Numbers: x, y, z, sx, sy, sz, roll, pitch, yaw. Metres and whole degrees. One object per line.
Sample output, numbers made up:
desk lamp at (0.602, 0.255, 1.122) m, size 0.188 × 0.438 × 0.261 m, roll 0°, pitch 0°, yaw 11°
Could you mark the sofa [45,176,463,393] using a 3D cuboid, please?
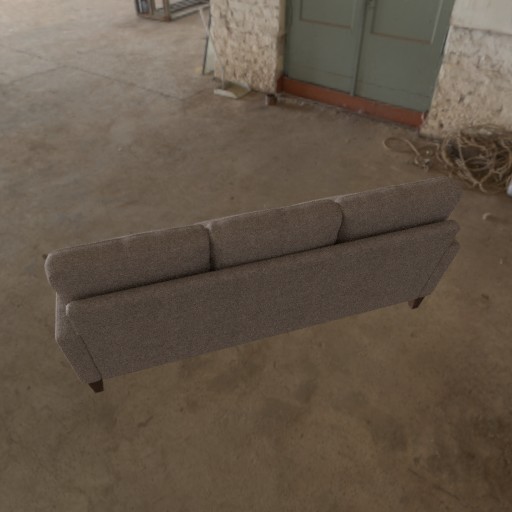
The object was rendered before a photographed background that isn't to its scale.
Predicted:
sofa at (0.000, 0.000, 2.556) m, size 2.115 × 0.984 × 0.888 m, roll -12°, pitch 43°, yaw -13°
